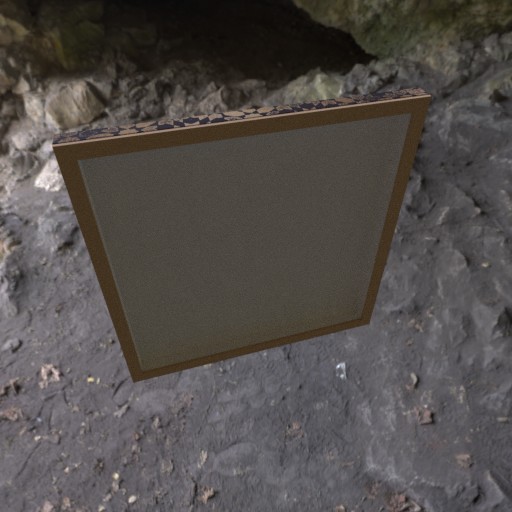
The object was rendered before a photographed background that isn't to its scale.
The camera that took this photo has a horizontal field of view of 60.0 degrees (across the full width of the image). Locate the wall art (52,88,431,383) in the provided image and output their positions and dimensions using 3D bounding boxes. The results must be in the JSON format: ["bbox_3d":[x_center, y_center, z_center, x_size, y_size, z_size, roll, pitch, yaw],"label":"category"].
[{"bbox_3d":[0.000,0.000,0.907,0.612,0.612,0.038,-11,44,-12],"label":"wall art"}]
